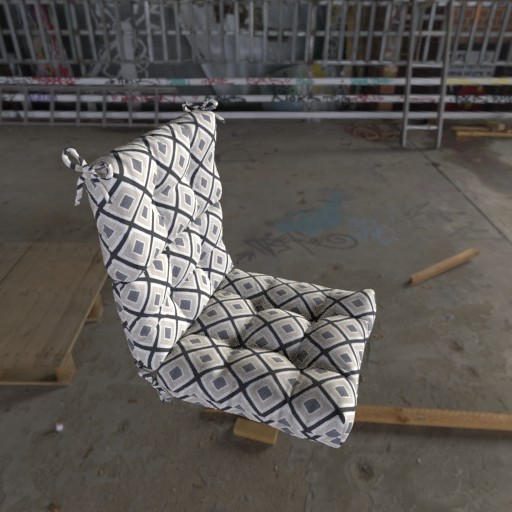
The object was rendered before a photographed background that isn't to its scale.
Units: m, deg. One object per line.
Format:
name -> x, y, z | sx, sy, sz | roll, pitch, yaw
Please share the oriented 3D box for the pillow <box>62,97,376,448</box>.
pillow -> 0.000, 0.000, 1.038 | 0.571, 0.605, 0.519 | 11, 33, 17
